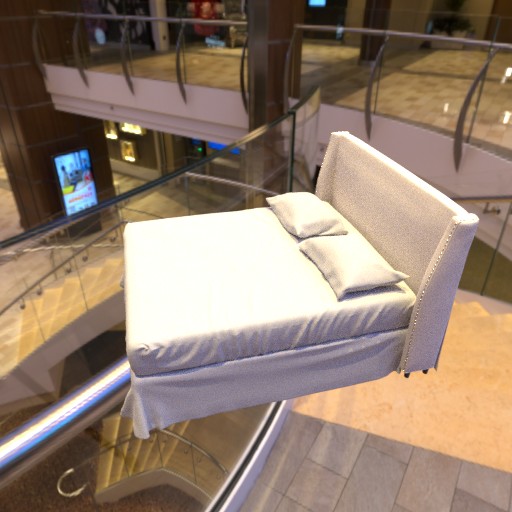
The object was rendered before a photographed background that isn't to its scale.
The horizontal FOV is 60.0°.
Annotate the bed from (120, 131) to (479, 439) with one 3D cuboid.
[{"bbox_3d":[0.000,0.000,3.495,2.276,1.332,1.925,-8,33,-13],"label":"bed"}]
